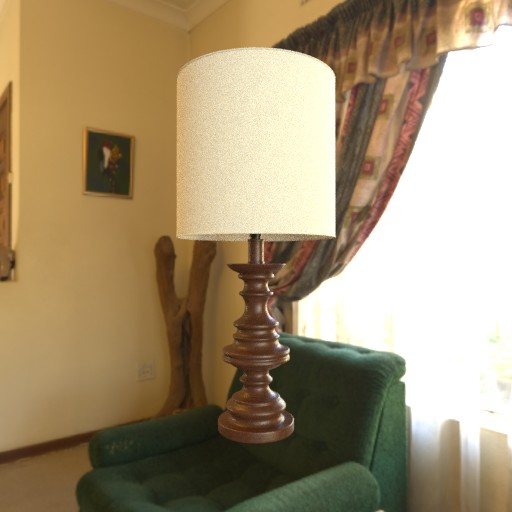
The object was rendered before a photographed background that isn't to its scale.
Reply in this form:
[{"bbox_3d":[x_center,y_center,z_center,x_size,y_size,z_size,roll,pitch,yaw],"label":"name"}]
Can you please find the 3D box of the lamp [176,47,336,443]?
[{"bbox_3d":[0.000,0.000,0.588,0.208,0.455,0.208,0,-1,36],"label":"lamp"}]
